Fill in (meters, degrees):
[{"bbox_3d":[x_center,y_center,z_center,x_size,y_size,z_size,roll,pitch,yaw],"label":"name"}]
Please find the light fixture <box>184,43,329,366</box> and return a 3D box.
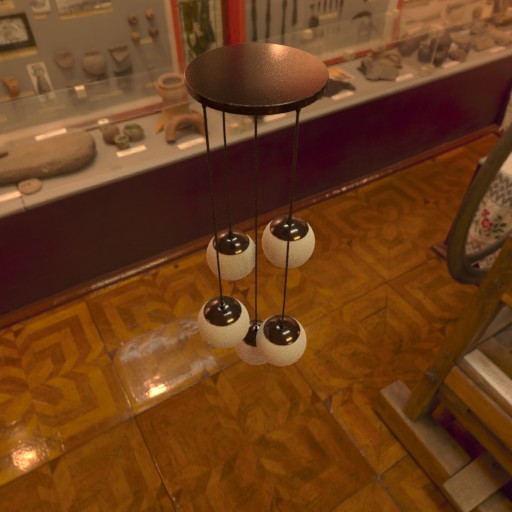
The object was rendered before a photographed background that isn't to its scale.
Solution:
[{"bbox_3d":[0.000,0.000,1.516,0.489,1.271,0.484,-22,50,-20],"label":"light fixture"}]
